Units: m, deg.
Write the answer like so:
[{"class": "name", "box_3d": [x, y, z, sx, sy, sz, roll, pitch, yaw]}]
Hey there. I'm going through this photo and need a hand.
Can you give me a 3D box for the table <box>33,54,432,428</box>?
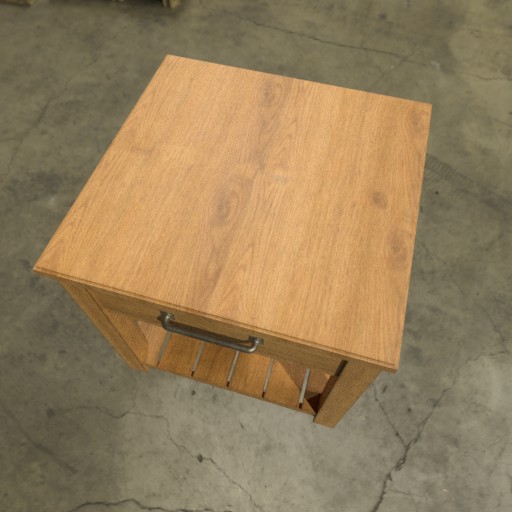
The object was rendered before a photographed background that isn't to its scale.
[{"class": "table", "box_3d": [0.000, 0.000, 1.103, 0.616, 0.593, 0.612, 14, 60, 8]}]
